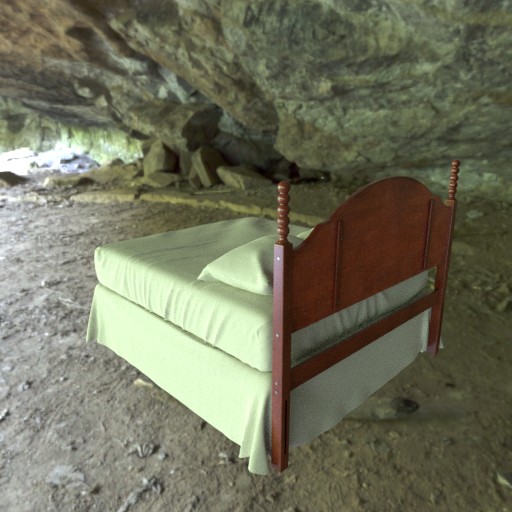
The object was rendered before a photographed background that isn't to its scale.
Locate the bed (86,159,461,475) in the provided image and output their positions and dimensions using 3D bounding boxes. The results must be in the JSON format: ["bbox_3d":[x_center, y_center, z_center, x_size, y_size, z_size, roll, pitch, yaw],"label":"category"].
[{"bbox_3d":[0.000,0.000,3.124,1.873,1.356,2.040,-15,22,-42],"label":"bed"}]
